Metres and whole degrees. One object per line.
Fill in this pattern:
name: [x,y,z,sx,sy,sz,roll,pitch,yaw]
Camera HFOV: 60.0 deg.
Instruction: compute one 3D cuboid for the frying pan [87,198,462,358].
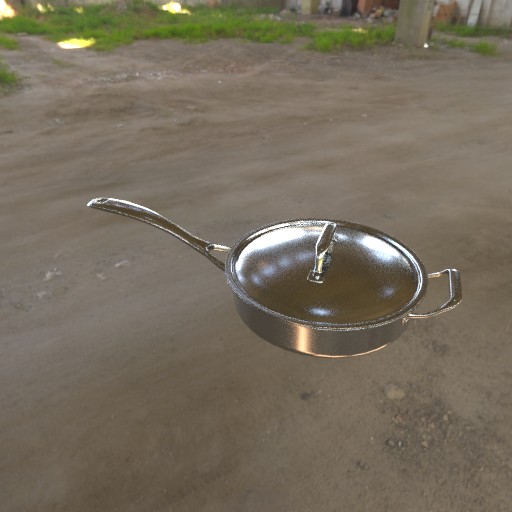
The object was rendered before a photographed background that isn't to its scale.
frying pan: [0.000,0.000,0.656,0.561,0.114,0.280,10,33,16]
